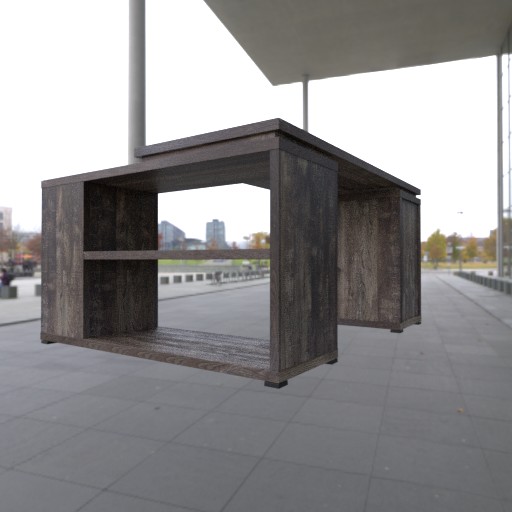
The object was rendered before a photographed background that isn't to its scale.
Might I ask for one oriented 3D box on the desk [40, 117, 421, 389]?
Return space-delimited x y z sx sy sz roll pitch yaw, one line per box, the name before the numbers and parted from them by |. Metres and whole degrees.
desk | 0.000 0.000 2.195 1.200 0.753 1.524 0 -1 34
